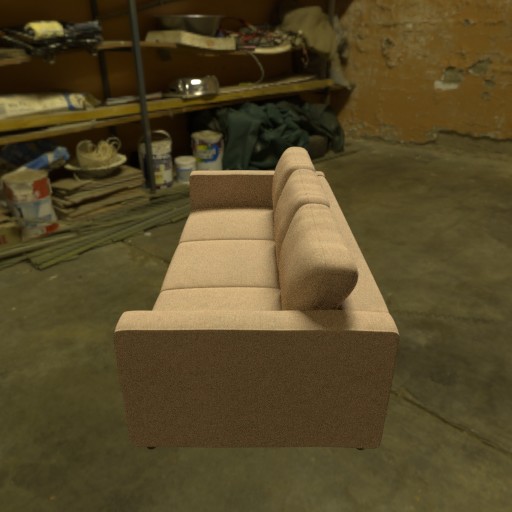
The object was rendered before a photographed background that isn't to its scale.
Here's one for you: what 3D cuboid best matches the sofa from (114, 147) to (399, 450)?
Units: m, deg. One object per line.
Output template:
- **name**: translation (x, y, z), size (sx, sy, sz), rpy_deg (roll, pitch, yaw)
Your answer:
- **sofa**: translation (0.000, 0.000, 2.306), size (0.930, 0.800, 1.855), rpy_deg (0, 26, 0)
